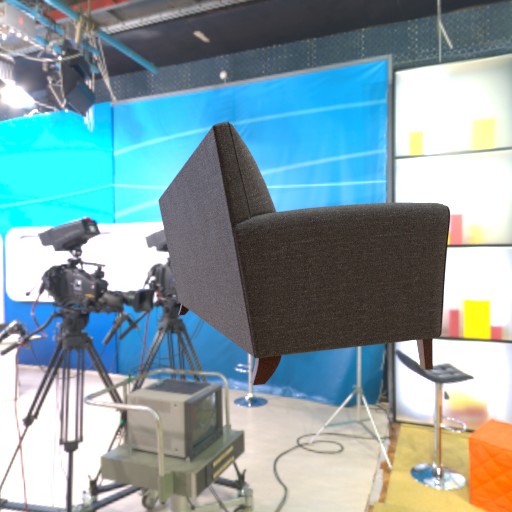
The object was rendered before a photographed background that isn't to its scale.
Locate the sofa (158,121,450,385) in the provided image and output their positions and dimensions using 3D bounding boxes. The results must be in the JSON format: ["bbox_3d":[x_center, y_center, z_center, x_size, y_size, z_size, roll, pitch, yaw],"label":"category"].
[{"bbox_3d":[0.000,0.000,2.407,0.875,0.846,1.976,0,0,-17],"label":"sofa"}]
